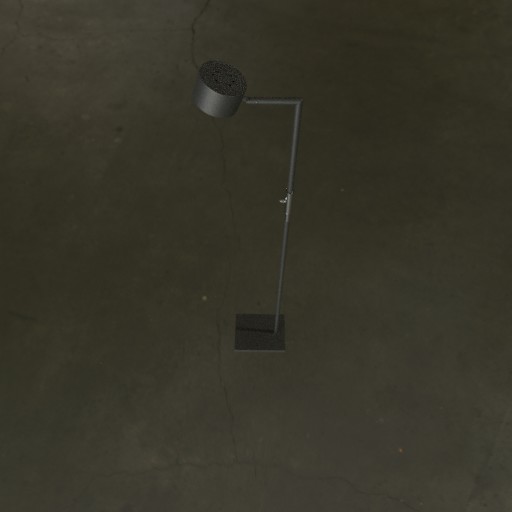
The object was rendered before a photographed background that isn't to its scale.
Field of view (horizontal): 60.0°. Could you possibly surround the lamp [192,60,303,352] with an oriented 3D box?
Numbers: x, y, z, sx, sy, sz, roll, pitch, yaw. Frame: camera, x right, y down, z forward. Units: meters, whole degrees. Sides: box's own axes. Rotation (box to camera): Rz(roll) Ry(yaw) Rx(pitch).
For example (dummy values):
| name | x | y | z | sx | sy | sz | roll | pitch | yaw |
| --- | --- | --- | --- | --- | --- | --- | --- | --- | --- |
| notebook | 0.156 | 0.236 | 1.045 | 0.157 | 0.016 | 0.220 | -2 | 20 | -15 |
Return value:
| name | x | y | z | sx | sy | sz | roll | pitch | yaw |
| --- | --- | --- | --- | --- | --- | --- | --- | --- | --- |
| lamp | 0.000 | 0.000 | 1.683 | 0.304 | 1.600 | 0.203 | 1 | 58 | 0 |
